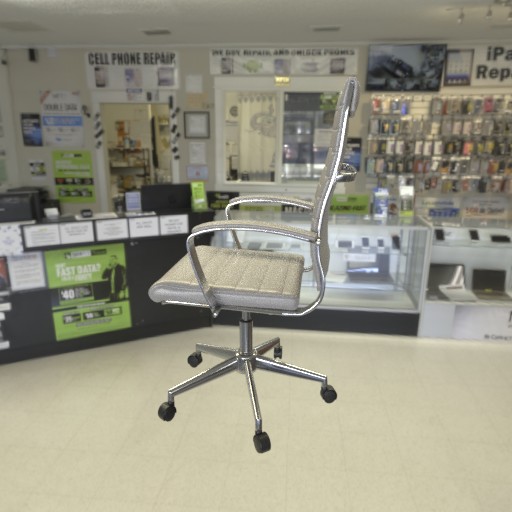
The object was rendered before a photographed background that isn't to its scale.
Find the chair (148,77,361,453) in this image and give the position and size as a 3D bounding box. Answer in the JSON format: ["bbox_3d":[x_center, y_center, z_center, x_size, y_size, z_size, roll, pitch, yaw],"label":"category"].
[{"bbox_3d":[0.000,0.000,1.597,0.667,1.149,0.679,2,16,8],"label":"chair"}]
